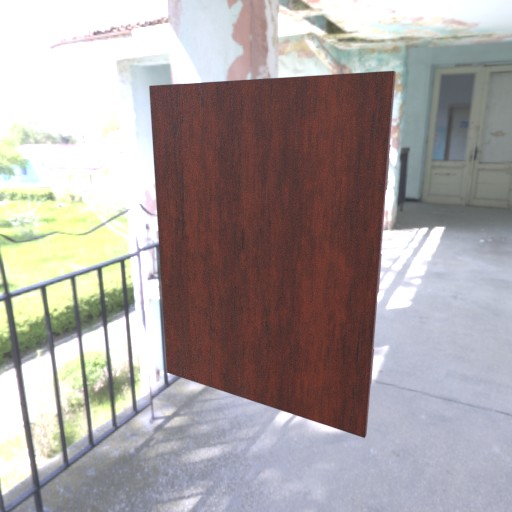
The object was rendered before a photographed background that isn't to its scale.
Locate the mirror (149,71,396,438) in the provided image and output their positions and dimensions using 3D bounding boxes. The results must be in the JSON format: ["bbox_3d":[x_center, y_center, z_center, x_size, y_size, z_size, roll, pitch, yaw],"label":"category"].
[{"bbox_3d":[0.000,0.000,1.084,0.600,0.805,0.021,9,18,28],"label":"mirror"}]
